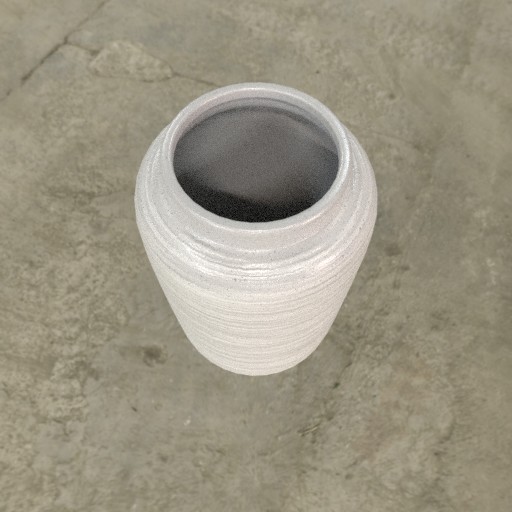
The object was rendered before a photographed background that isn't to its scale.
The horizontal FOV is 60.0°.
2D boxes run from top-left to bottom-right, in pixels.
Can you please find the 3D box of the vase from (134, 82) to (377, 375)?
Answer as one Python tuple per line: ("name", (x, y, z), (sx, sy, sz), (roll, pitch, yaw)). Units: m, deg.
("vase", (0.000, 0.000, 0.465), (0.202, 0.335, 0.202), (0, 63, 0))
